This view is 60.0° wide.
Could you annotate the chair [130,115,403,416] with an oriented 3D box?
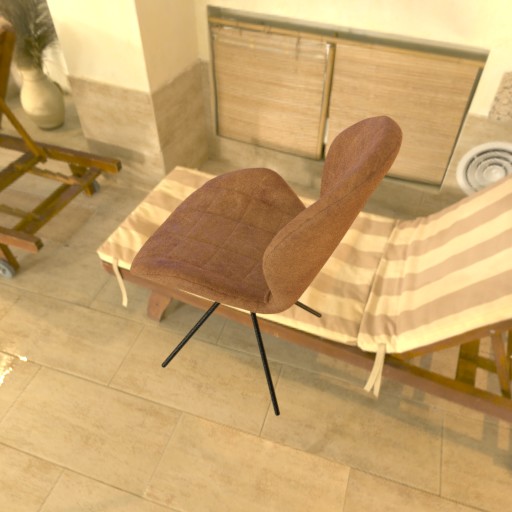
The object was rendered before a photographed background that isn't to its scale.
[{"bbox_3d":[0.000,0.000,1.306,0.640,0.929,0.527,18,48,17],"label":"chair"}]
